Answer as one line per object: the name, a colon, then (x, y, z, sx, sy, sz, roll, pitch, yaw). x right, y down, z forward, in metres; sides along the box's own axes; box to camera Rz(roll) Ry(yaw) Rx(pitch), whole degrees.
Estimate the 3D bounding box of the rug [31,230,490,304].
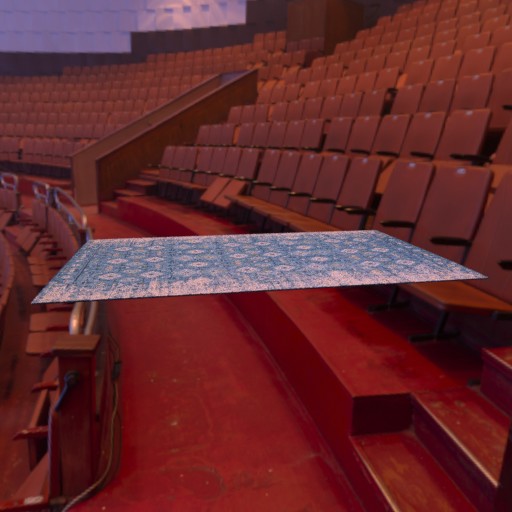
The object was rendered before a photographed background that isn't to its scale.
rug: (0.000, 0.000, 2.211, 1.795, 0.008, 1.102, -2, 14, -10)
